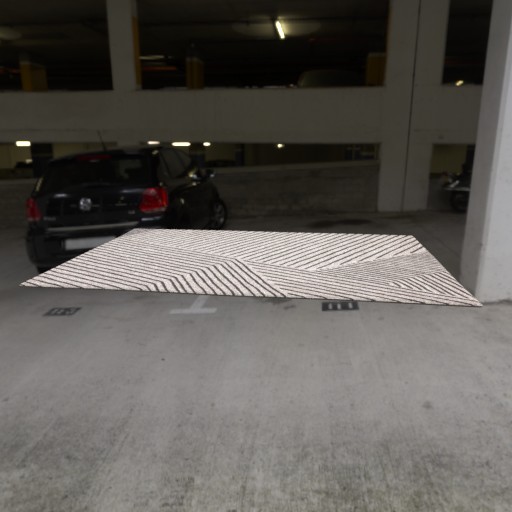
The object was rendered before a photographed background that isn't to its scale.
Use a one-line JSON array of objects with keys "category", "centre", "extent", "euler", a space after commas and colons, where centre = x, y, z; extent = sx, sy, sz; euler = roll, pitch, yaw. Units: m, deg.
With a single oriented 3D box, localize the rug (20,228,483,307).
[{"category": "rug", "centre": [0.000, 0.000, 2.325], "extent": [1.842, 0.019, 1.237], "euler": [2, 15, 7]}]
